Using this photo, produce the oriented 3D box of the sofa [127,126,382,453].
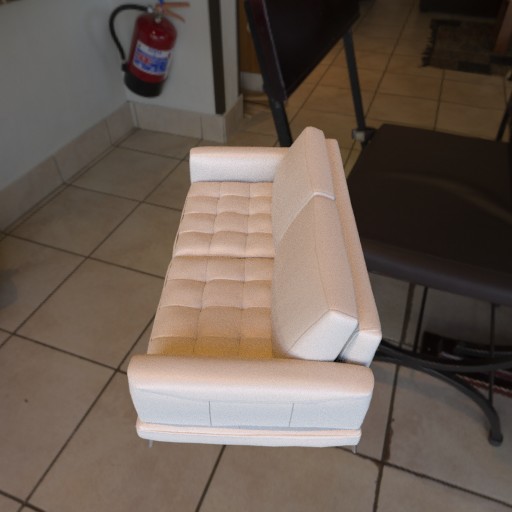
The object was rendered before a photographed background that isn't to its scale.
[{"bbox_3d":[0.000,0.000,2.742,1.121,0.930,2.177,1,42,1],"label":"sofa"}]
